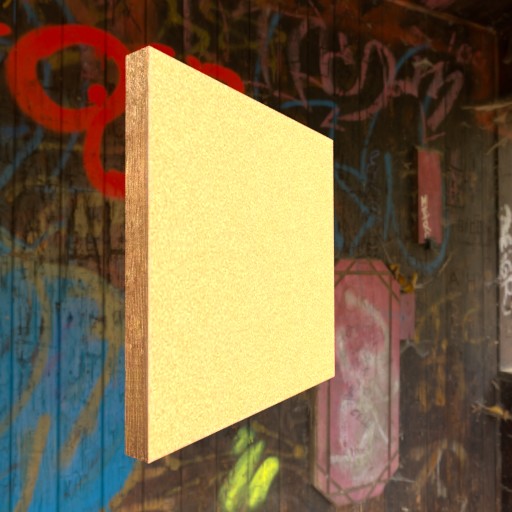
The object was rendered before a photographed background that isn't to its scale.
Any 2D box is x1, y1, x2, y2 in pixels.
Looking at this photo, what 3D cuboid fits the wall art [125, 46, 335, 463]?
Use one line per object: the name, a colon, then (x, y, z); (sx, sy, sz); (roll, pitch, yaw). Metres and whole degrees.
wall art: (0.000, 0.000, 0.602); (0.039, 0.403, 0.406); (-1, -1, 35)
